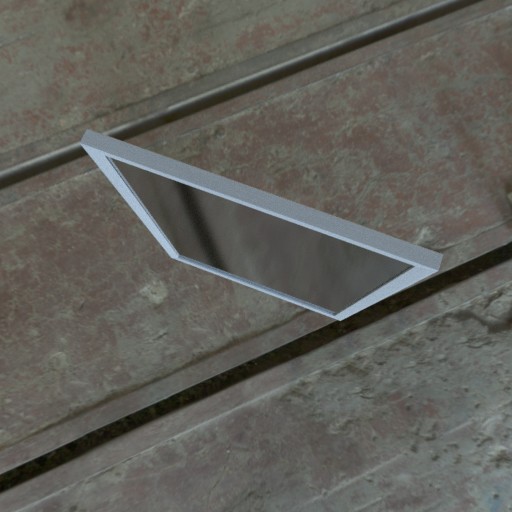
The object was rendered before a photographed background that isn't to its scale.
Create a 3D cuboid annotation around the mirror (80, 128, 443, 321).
[{"bbox_3d":[0.000,0.000,1.379,0.762,1.016,0.040,20,77,5],"label":"mirror"}]
